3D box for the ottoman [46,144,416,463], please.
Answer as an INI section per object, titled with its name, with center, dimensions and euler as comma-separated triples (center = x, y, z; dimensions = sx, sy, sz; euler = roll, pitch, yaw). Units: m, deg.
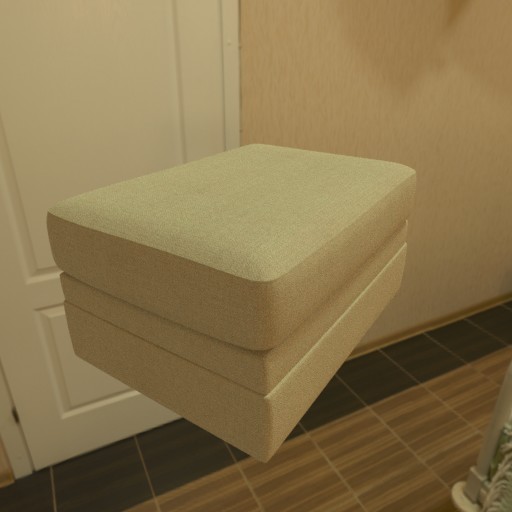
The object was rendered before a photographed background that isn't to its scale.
[ottoman]
center = 0.000, 0.000, 1.251
dimensions = 0.637, 0.478, 0.885
euler = 16, 30, 30
